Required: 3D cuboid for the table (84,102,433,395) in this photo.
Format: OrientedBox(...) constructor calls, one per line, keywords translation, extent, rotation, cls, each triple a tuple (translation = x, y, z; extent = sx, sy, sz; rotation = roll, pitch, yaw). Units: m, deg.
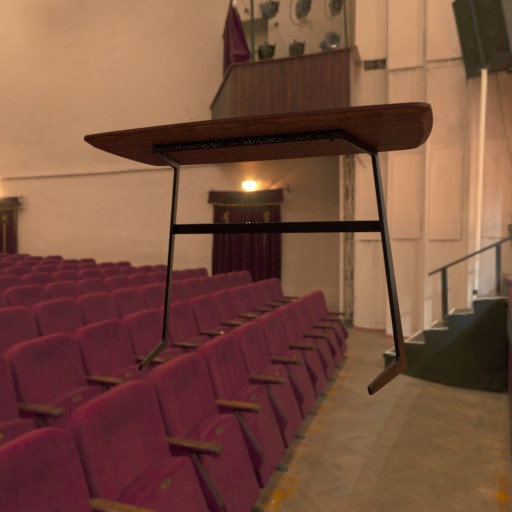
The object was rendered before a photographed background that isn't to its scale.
OrientedBox(translation=(0.000, 0.000, 1.090), extent=(0.804, 0.576, 0.361), rotation=(0, 1, 19), cls="table")
